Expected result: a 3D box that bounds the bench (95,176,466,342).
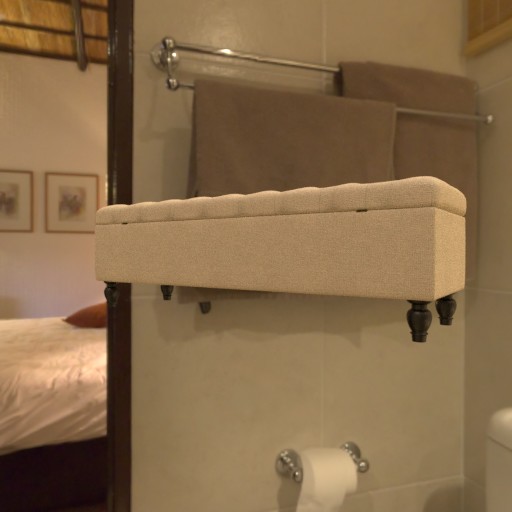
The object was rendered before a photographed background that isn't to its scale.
[{"bbox_3d":[0.000,0.000,1.770,1.480,0.467,0.455,0,1,35],"label":"bench"}]
